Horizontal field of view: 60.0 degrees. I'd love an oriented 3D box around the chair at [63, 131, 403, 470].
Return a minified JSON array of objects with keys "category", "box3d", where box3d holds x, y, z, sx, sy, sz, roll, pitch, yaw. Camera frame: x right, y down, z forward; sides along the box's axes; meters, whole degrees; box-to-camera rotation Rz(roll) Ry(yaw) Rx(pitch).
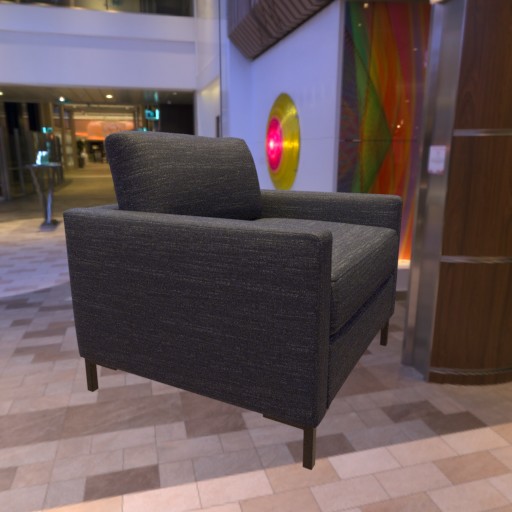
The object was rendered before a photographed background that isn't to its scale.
[{"category":"chair","box3d":[0.000,0.000,1.601,0.866,0.861,0.963,7,15,28]}]
